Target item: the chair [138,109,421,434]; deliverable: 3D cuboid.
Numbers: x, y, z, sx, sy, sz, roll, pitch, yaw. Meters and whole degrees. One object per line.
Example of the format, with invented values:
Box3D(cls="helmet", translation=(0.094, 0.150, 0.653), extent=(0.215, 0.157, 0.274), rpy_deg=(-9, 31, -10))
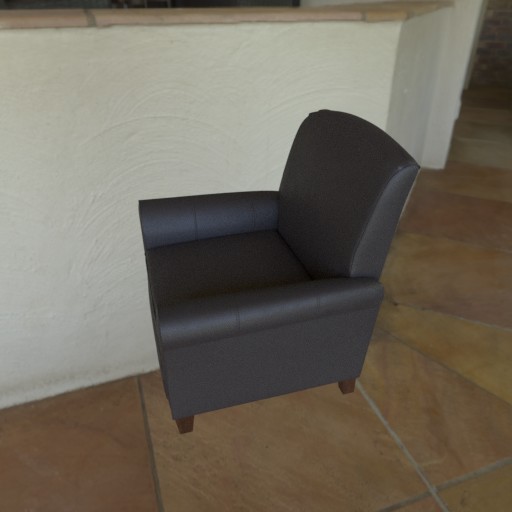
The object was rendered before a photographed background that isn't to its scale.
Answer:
Box3D(cls="chair", translation=(0.000, 0.000, 1.834), extent=(0.902, 1.061, 0.978), rpy_deg=(-9, 32, -14))
